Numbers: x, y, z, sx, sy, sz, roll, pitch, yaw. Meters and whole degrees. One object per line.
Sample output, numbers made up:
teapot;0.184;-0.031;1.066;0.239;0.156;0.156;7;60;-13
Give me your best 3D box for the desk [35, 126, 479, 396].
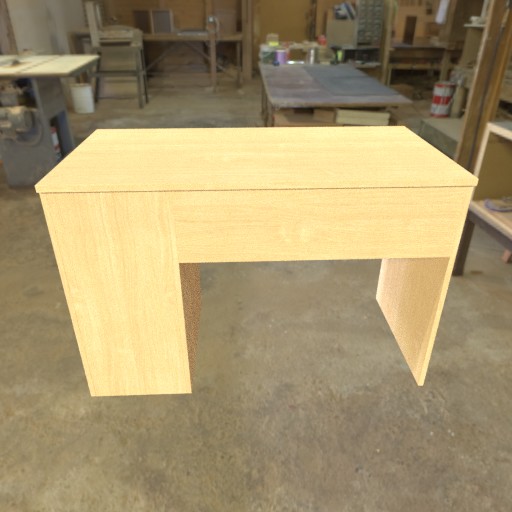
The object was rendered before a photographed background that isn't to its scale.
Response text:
desk;0.000;0.000;1.518;1.097;0.735;0.560;-1;30;-2
